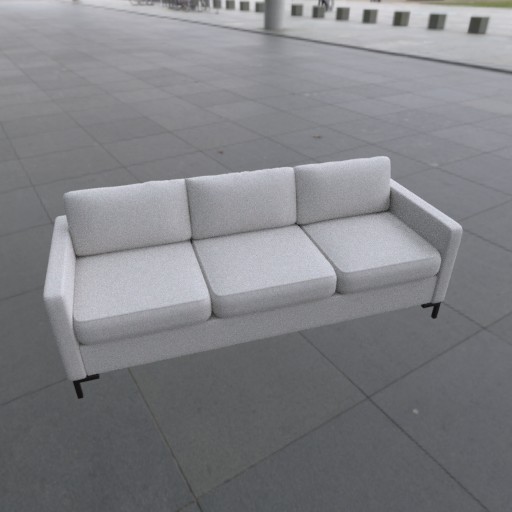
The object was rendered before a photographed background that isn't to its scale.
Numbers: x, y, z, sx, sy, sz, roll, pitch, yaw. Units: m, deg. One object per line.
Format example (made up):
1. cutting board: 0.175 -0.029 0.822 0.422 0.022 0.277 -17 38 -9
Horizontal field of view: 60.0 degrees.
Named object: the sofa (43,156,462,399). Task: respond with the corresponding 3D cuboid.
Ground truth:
1. sofa: 0.000 0.000 2.661 2.218 0.874 0.859 -9 33 -15
